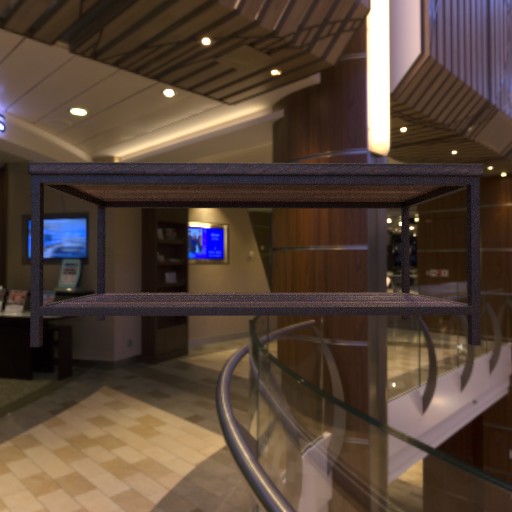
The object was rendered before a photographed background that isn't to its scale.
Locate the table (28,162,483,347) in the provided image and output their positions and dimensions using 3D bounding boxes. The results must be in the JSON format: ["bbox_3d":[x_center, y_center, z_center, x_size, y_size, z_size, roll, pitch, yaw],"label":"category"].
[{"bbox_3d":[0.000,0.000,1.187,0.990,0.399,0.452,0,-1,-1],"label":"table"}]
